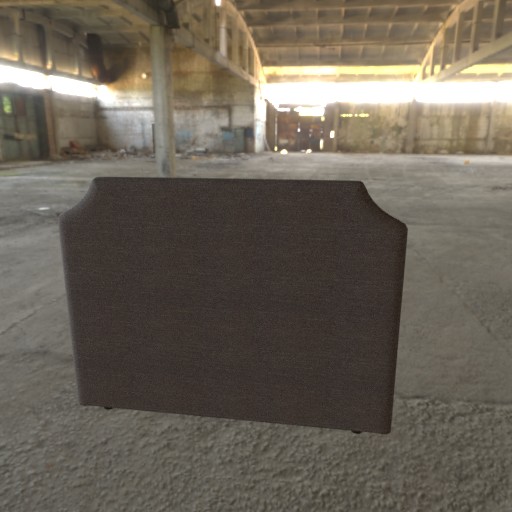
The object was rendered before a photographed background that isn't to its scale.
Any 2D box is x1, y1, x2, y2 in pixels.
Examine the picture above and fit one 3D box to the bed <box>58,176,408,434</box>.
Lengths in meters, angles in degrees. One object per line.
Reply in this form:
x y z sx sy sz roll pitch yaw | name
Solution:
0.000 0.000 3.181 1.693 1.290 2.116 2 16 8 | bed
